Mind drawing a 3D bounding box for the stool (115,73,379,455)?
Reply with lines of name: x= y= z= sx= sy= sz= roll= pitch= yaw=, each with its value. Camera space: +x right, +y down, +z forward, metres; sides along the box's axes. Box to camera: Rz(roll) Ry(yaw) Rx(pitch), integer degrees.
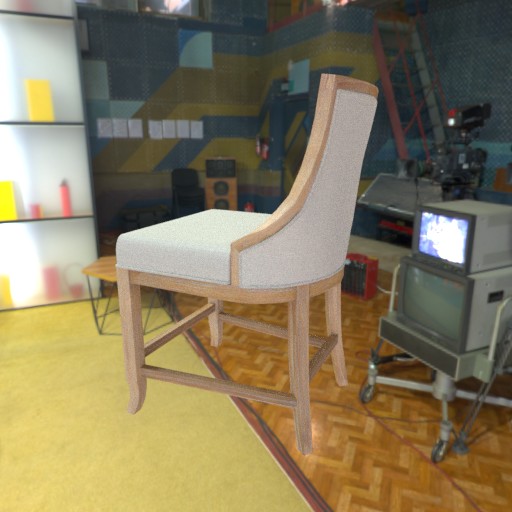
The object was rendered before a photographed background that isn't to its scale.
stool: x=0.000 y=0.000 z=1.319 sx=0.626 sy=0.938 sz=0.524 roll=7 pitch=17 yaw=25
